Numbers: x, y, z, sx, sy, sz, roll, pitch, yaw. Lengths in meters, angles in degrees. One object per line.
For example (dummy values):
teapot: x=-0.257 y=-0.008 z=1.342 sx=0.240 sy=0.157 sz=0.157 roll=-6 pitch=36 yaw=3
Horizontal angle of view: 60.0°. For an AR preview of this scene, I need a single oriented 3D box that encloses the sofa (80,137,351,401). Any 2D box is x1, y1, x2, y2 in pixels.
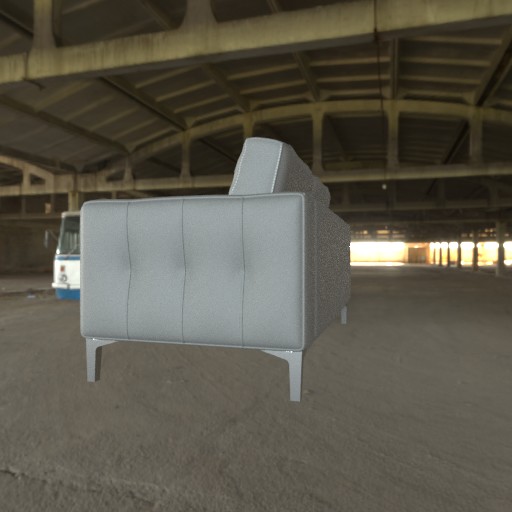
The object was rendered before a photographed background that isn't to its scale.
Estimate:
sofa: x=0.000 y=0.000 z=2.262 sx=0.833 sy=0.893 sz=1.726 roll=0 pitch=0 yaw=16
